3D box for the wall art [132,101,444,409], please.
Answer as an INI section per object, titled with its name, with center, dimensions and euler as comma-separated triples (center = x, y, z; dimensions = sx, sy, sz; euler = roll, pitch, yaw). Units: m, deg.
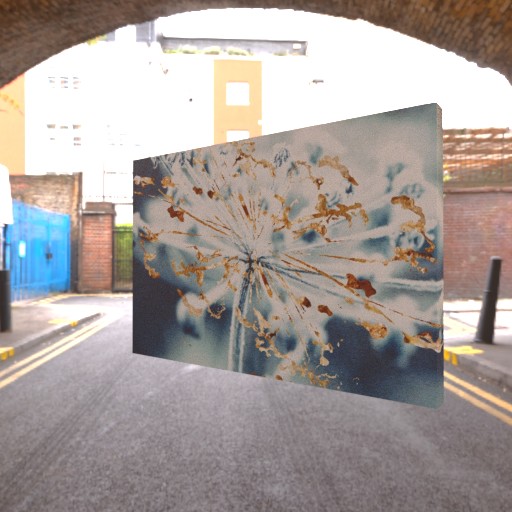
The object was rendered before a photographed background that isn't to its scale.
[wall art]
center = 0.000, 0.000, 0.772
dimensions = 0.607, 0.405, 0.036
euler = 0, -1, 35
